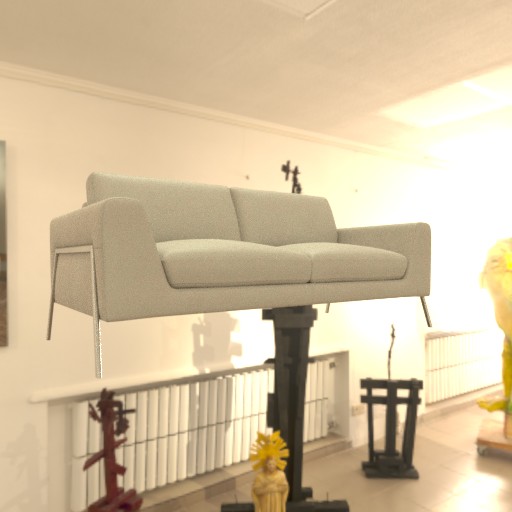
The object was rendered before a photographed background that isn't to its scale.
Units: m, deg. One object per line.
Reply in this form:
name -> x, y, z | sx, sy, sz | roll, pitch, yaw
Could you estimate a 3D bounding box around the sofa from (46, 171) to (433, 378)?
sofa -> 0.000, 0.000, 2.515 | 2.017, 0.875, 0.953 | 0, -1, -35
